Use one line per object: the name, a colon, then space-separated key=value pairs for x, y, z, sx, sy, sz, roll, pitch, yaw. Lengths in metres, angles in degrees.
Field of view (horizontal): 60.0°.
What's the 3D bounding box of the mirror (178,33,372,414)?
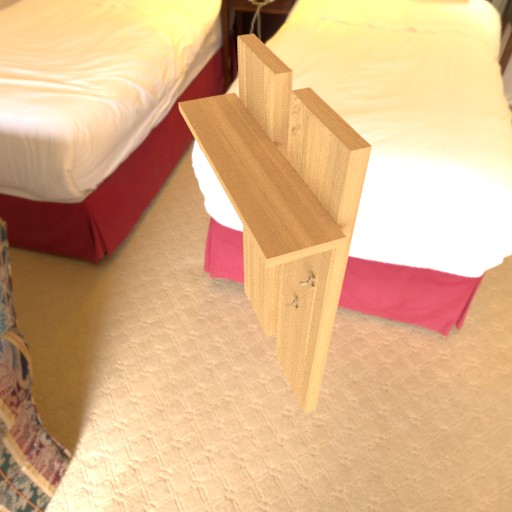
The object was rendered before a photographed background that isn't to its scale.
mirror: x=0.000 y=0.000 z=1.591 sx=0.260 sy=1.250 sz=0.800 roll=-16 pitch=48 yaw=-15
